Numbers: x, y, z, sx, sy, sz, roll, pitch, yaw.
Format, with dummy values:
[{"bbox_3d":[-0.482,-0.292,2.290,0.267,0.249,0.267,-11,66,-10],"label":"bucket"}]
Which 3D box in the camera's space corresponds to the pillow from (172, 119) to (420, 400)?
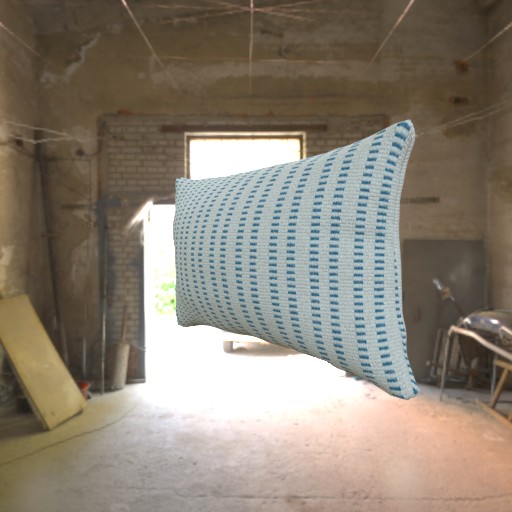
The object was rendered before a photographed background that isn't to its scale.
[{"bbox_3d":[0.000,0.000,0.800,0.210,0.353,0.640,-1,2,-37],"label":"pillow"}]
